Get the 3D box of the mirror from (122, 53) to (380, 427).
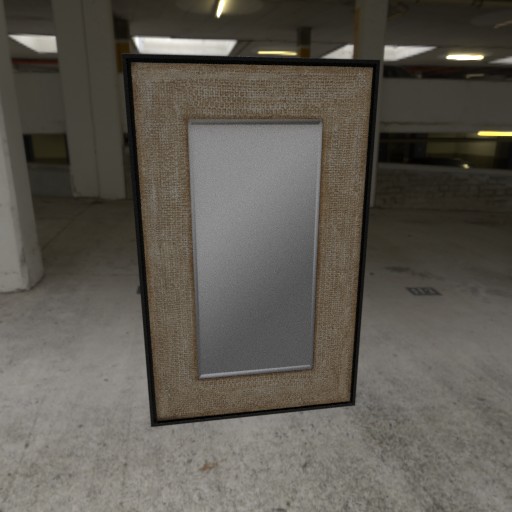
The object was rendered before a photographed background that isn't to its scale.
[{"bbox_3d":[0.000,0.000,1.479,0.762,1.219,0.038,-3,17,-9],"label":"mirror"}]
